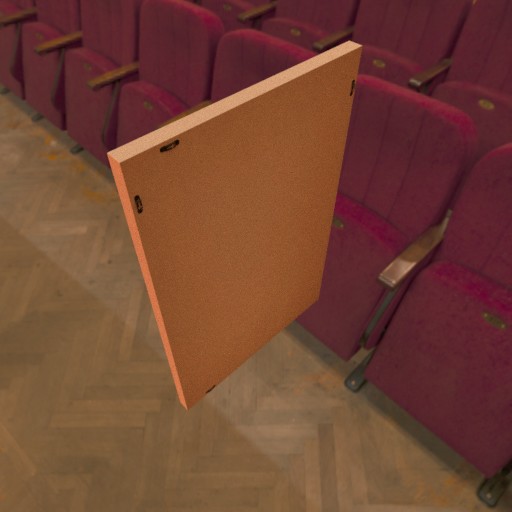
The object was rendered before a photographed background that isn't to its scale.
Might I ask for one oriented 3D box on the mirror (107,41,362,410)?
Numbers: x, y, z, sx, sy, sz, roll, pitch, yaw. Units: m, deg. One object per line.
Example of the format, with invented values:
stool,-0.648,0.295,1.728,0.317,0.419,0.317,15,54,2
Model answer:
mirror,0.000,0.000,1.163,0.609,0.915,0.041,-36,57,-28
